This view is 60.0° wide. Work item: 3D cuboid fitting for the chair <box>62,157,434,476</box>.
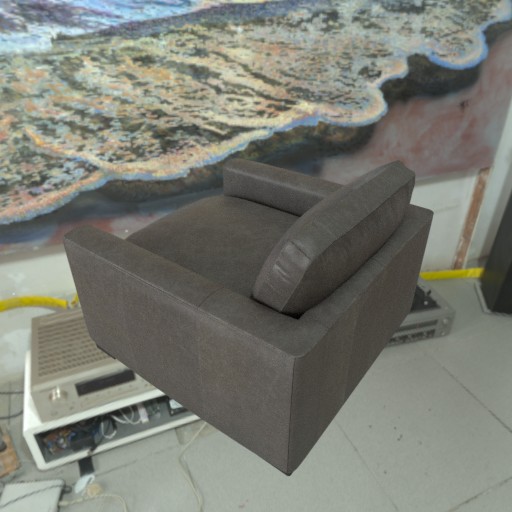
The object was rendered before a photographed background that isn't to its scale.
[{"bbox_3d":[0.000,0.000,1.836,1.080,0.807,1.106,22,39,31],"label":"chair"}]
